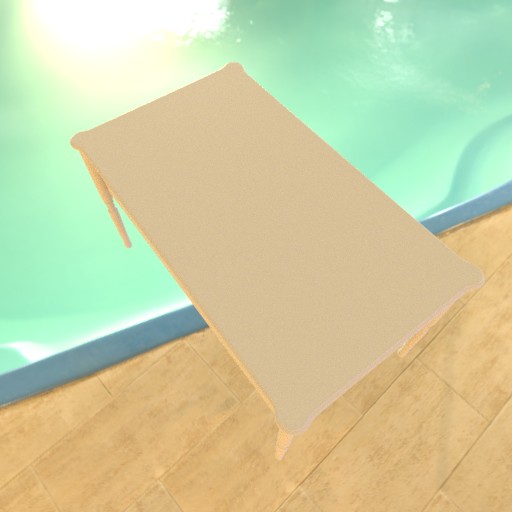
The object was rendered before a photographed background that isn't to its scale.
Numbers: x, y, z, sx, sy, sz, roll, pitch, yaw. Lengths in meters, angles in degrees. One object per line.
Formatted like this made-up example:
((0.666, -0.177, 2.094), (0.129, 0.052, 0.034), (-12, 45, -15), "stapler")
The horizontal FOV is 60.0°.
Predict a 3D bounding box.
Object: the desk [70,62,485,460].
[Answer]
((0.000, 0.000, 1.866), (0.807, 0.762, 1.380), (-33, 64, -18), "desk")
